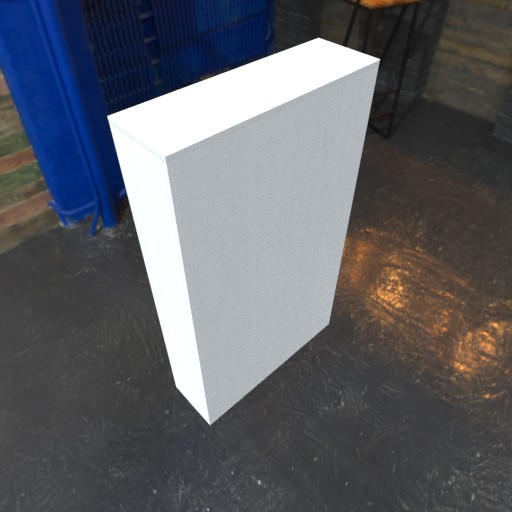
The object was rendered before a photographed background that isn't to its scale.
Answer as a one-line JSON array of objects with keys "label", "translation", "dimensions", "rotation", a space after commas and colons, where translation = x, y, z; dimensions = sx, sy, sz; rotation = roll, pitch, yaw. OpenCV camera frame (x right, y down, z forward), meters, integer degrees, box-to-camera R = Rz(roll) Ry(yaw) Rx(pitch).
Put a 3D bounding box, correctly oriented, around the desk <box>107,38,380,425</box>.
[{"label": "desk", "translation": [0.000, 0.000, 1.619], "dimensions": [0.750, 1.280, 0.250], "rotation": [-33, 54, -29]}]
